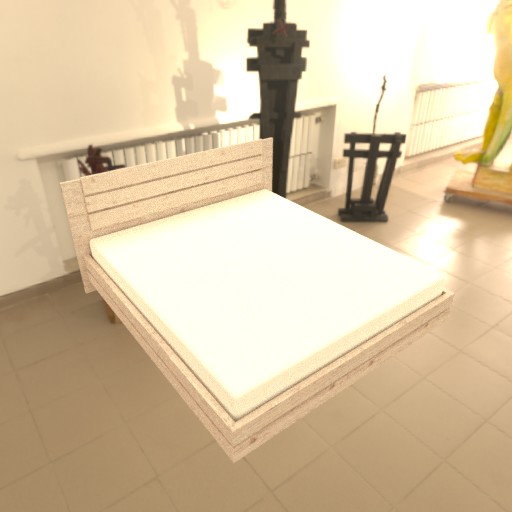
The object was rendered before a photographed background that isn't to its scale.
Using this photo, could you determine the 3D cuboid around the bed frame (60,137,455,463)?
[{"bbox_3d":[0.000,0.000,3.206,1.950,0.970,2.080,-21,36,-32],"label":"bed frame"}]
